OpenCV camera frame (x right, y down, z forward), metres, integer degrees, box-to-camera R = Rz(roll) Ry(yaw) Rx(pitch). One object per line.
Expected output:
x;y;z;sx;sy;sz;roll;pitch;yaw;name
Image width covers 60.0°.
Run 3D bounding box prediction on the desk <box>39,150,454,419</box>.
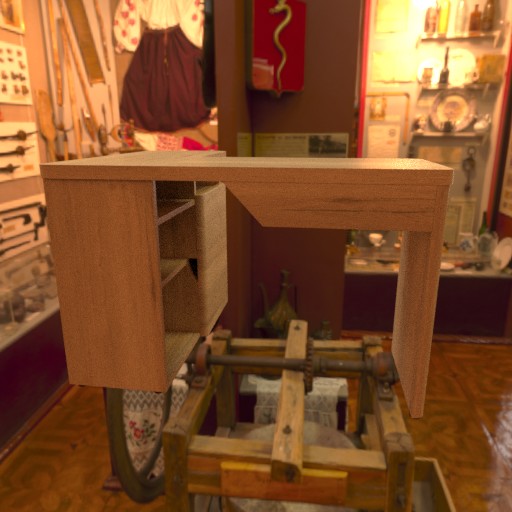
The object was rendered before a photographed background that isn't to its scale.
0.000;0.000;1.742;1.169;0.760;0.900;2;16;8;desk
